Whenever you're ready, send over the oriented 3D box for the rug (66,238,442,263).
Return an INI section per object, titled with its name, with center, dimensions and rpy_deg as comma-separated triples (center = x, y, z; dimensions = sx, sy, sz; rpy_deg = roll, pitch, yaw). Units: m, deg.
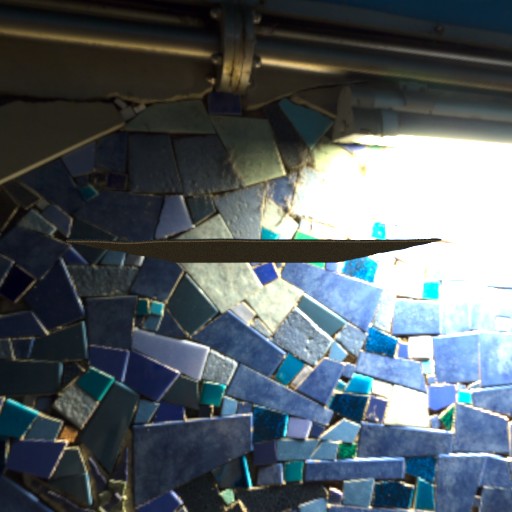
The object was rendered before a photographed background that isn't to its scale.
[rug]
center = 0.000, 0.000, 3.009
dimensions = 1.531, 0.023, 2.444
rpy_deg = 0, -3, 1
